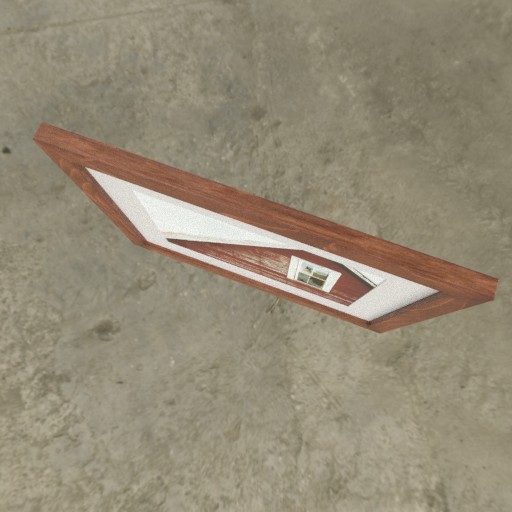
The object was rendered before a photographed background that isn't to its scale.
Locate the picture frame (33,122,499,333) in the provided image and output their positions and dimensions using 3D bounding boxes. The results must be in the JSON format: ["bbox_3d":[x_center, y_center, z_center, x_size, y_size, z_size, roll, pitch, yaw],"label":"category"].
[{"bbox_3d":[0.000,0.000,0.728,0.559,0.457,0.025,20,76,5],"label":"picture frame"}]
